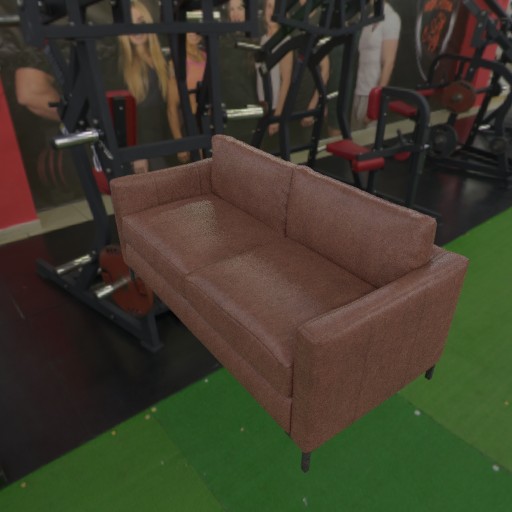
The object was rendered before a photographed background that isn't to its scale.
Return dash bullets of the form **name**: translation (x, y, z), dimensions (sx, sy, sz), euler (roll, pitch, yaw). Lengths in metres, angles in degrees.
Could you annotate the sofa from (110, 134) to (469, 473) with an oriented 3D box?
- **sofa**: translation (0.000, 0.000, 2.299), dimensions (0.899, 0.883, 1.797), euler (-21, 36, -31)
